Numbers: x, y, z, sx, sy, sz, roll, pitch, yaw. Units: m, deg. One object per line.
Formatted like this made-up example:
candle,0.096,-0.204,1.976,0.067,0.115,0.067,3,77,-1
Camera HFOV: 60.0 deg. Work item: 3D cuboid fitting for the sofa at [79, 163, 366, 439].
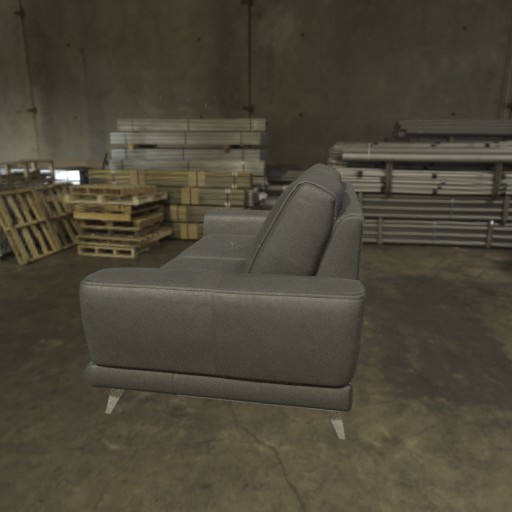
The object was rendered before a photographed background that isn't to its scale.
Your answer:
sofa,0.000,0.000,2.335,1.018,0.907,1.806,3,15,10
